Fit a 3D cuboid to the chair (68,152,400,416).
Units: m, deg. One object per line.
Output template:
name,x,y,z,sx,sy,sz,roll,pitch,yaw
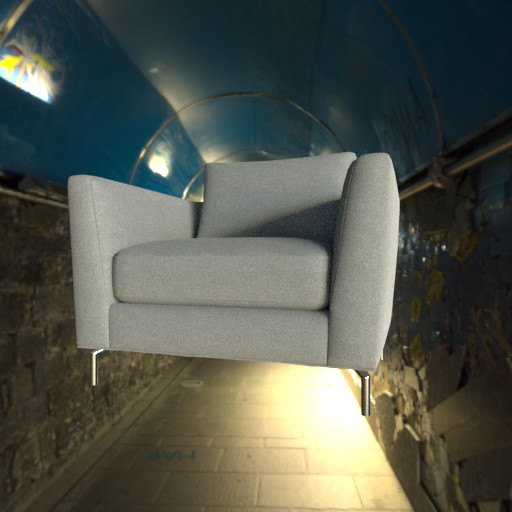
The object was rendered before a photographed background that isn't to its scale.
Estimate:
chair,0.000,0.000,1.704,1.041,0.864,0.889,0,0,19
